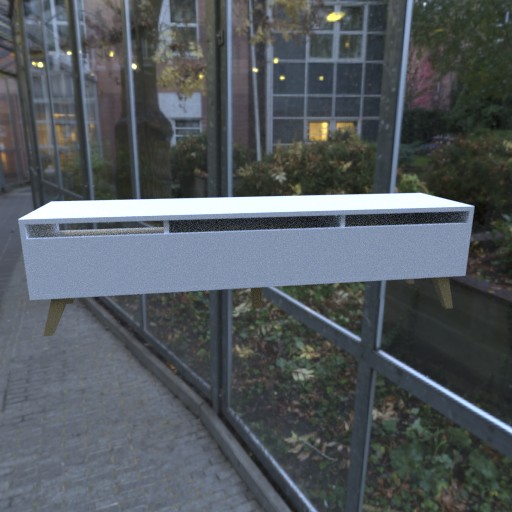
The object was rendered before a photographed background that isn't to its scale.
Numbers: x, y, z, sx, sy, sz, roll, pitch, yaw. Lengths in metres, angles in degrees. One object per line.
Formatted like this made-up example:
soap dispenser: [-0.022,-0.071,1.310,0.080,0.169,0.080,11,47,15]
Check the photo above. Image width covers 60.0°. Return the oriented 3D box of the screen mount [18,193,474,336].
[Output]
screen mount: [0.000,0.000,1.827,1.644,0.432,0.399,-3,16,-9]
